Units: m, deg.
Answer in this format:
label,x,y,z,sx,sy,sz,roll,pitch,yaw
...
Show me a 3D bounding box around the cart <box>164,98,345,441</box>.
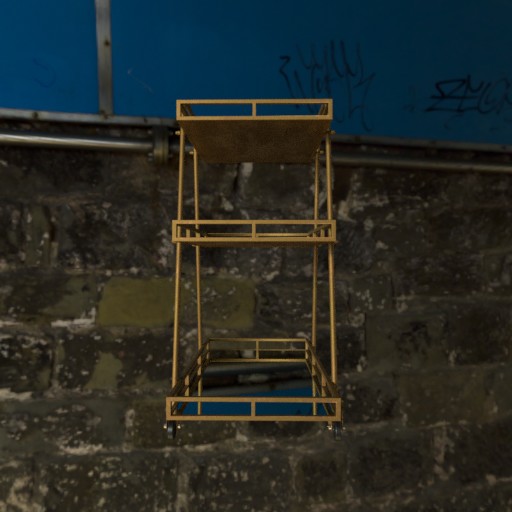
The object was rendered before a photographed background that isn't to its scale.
label,x,y,z,sx,sy,sz,roll,pitch,yaw
cart,0.000,0.000,1.322,0.441,0.883,0.711,0,0,1
